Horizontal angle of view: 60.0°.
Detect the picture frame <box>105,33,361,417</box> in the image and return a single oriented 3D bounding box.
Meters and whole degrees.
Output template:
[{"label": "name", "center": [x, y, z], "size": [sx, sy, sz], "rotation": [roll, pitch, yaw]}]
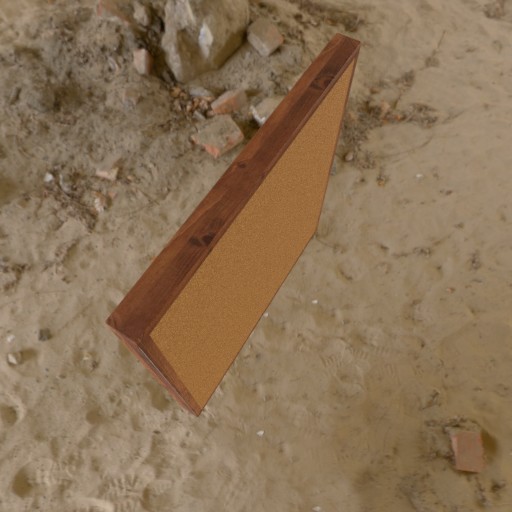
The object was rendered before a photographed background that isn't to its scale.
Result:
[{"label": "picture frame", "center": [0.000, 0.000, 0.524], "size": [0.028, 0.356, 0.352], "rotation": [28, 66, 14]}]
